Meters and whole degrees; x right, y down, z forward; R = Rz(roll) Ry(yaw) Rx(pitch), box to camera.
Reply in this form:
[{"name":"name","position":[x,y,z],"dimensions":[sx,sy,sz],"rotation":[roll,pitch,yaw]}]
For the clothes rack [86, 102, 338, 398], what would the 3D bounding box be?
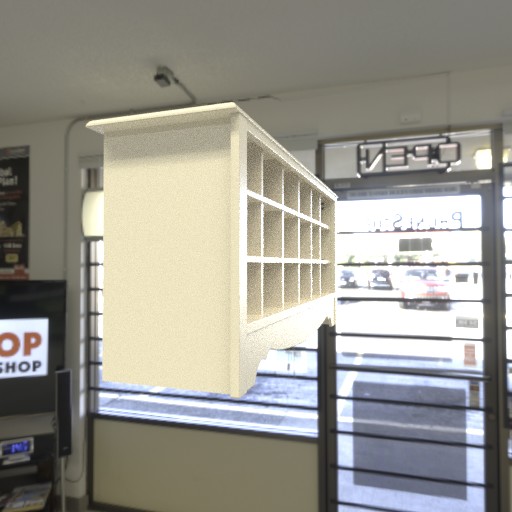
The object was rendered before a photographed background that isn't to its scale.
[{"name":"clothes rack","position":[0.000,0.000,1.354],"dimensions":[0.324,0.531,1.120],"rotation":[0,-1,20]}]
